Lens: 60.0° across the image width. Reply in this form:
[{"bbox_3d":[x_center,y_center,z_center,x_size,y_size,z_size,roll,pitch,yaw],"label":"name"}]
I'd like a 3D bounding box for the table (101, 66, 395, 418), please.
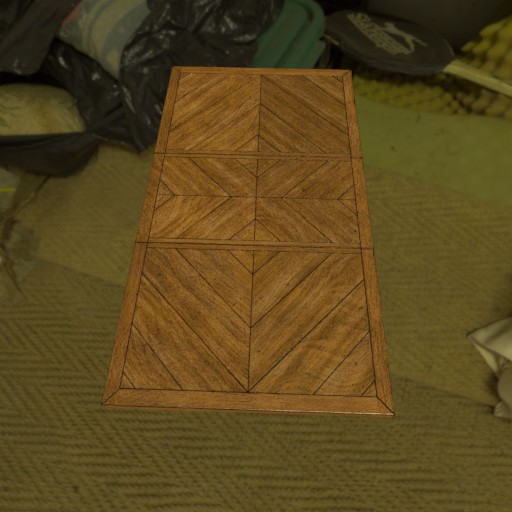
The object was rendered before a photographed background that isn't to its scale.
[{"bbox_3d":[0.000,0.000,1.829,0.757,0.760,1.400,2,58,1],"label":"table"}]
